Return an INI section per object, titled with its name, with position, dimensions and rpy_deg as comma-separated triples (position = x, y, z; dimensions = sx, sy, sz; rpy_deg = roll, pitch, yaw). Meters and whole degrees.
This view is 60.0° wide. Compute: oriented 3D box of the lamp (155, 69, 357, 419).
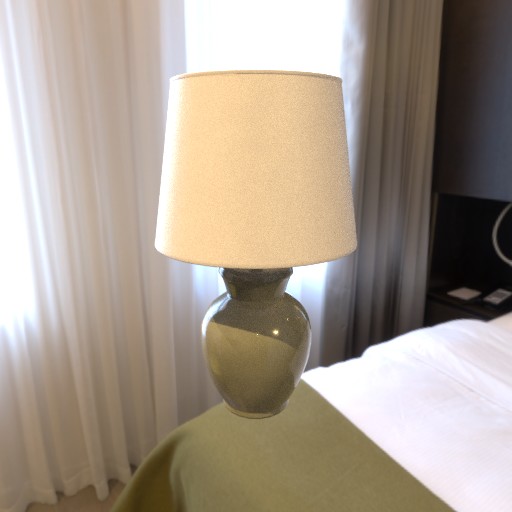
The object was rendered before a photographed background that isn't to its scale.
[lamp]
position = 0.000, 0.000, 0.542
dimensions = 0.239, 0.399, 0.239
rpy_deg = 0, 15, 0
